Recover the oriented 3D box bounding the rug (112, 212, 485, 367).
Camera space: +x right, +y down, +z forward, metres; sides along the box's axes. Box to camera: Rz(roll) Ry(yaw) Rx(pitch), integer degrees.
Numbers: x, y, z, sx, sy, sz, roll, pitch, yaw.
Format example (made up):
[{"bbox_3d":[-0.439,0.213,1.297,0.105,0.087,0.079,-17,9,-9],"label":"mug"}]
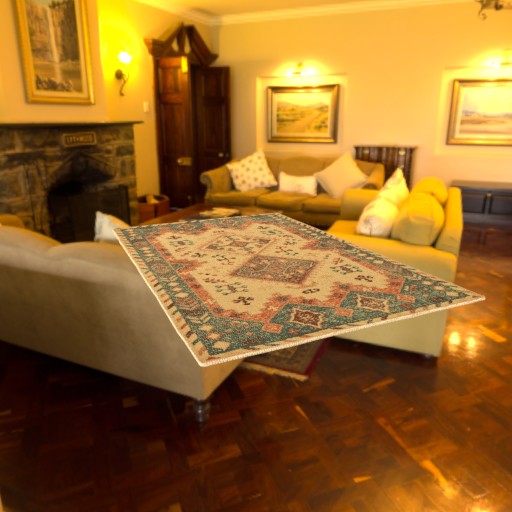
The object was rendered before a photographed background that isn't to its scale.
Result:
[{"bbox_3d":[0.000,0.000,2.349,1.225,0.015,1.840,-8,19,-24],"label":"rug"}]
